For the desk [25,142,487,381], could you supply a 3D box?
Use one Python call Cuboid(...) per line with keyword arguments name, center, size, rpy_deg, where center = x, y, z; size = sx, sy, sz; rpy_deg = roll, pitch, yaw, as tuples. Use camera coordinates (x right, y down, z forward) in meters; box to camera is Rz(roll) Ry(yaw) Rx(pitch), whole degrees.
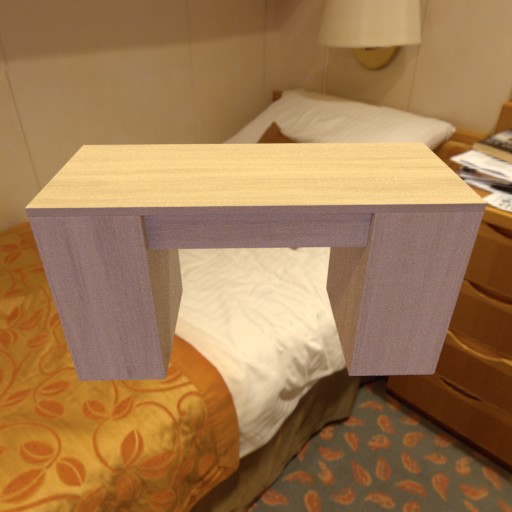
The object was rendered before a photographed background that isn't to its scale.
Cuboid(name="desk", center=(0.000, 0.000, 1.777), size=(1.390, 0.740, 0.600), rpy_deg=(-1, 33, -1))
